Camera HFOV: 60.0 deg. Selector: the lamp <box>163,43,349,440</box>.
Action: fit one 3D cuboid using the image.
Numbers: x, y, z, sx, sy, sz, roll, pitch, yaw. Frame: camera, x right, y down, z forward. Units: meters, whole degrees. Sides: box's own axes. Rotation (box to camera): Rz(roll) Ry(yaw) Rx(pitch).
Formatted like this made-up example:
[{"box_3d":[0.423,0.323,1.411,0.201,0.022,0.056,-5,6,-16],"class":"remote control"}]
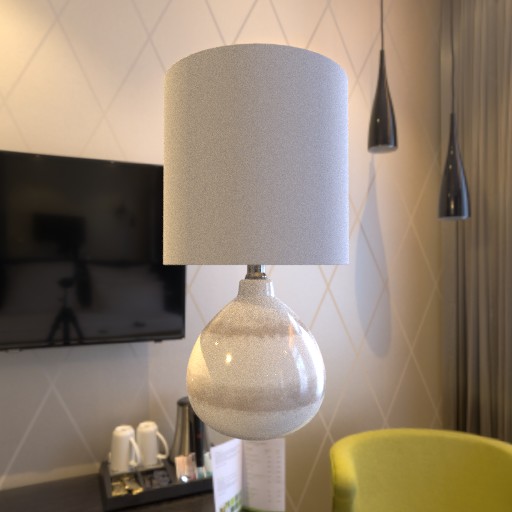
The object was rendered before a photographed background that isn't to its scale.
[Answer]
[{"box_3d":[0.000,0.000,0.529,0.217,0.404,0.217,-1,-1,36],"class":"lamp"}]
